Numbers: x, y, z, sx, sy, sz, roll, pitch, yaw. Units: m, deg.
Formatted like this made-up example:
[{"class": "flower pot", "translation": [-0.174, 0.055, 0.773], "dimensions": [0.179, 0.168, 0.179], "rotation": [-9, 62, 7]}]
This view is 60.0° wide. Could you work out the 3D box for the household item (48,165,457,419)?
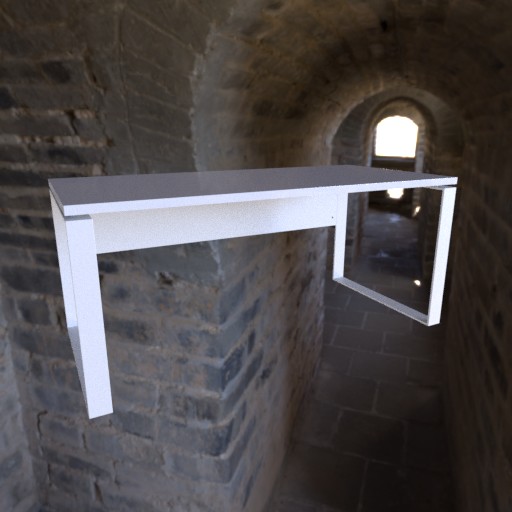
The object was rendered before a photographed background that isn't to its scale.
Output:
[{"class": "household item", "translation": [0.000, 0.000, 2.138], "dimensions": [1.700, 0.745, 0.800], "rotation": [-8, 18, -26]}]
